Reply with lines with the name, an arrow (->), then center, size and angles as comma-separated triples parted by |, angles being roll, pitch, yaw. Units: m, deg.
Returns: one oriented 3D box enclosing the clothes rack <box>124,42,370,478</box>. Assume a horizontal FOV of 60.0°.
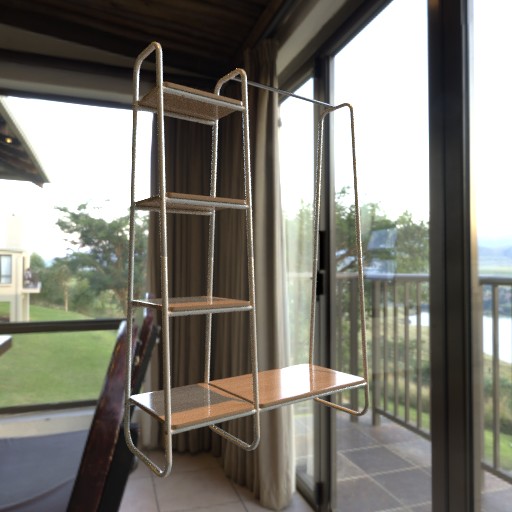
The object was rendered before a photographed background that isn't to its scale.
clothes rack -> 0.000, 0.000, 1.900 | 1.011, 1.500, 0.400 | 1, -1, -37
